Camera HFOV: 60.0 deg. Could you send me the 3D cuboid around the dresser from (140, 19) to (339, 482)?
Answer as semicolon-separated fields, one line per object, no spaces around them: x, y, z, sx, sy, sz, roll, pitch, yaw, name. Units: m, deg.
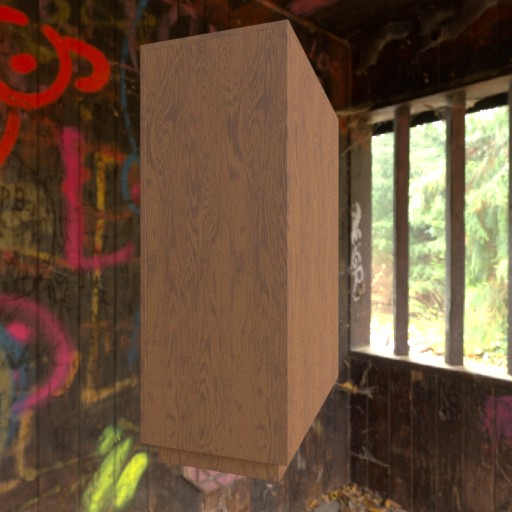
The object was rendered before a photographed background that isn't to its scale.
0.000;0.000;1.773;0.516;1.320;0.964;0;0;19;dresser
